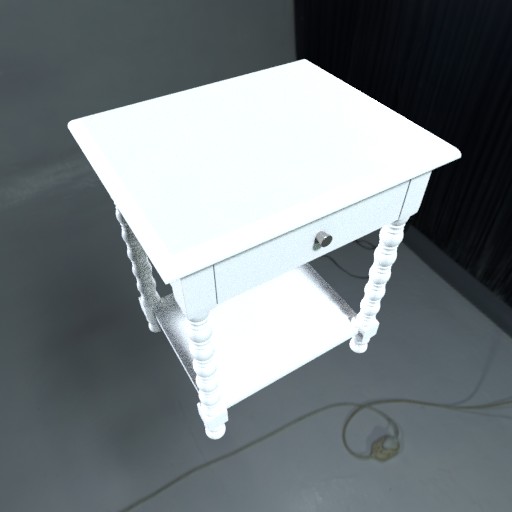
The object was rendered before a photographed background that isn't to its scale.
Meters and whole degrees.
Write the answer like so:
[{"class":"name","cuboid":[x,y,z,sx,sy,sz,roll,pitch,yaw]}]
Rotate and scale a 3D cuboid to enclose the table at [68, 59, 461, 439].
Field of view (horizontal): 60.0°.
[{"class":"table","cuboid":[0.000,0.000,0.845,0.460,0.531,0.381,-24,50,-21]}]
